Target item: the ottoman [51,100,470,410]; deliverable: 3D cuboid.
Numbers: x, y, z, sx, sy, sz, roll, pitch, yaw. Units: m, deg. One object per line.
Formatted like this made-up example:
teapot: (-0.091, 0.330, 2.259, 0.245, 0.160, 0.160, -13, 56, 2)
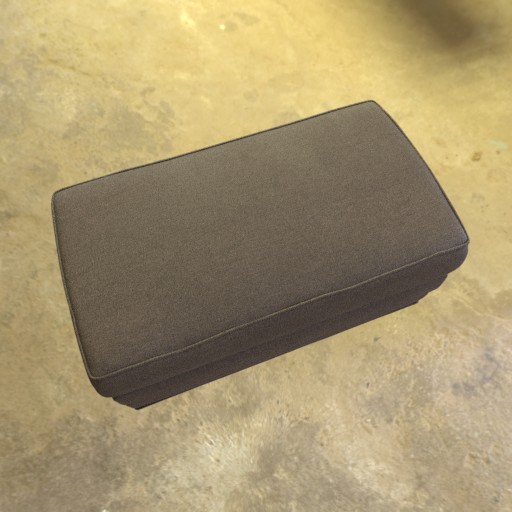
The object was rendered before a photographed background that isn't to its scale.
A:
ottoman: (0.000, 0.000, 1.147, 0.864, 0.448, 0.490, -19, 65, -9)
